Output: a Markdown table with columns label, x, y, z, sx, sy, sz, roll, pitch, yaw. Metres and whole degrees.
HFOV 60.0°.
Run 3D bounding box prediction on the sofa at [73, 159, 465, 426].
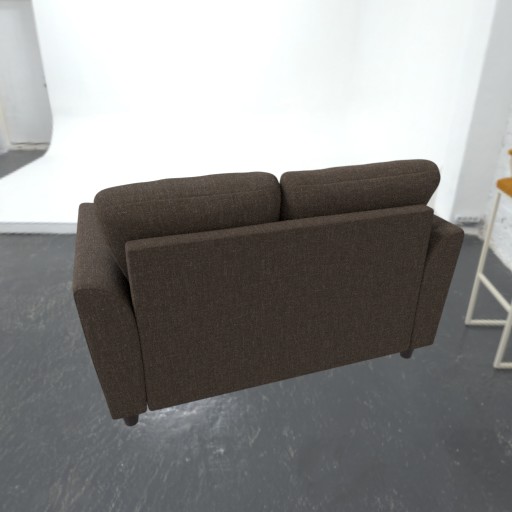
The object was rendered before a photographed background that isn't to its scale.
| label | x | y | z | sx | sy | sz | roll | pitch | yaw |
| --- | --- | --- | --- | --- | --- | --- | --- | --- | --- |
| sofa | 0.000 | 0.000 | 1.935 | 1.423 | 0.885 | 0.851 | -8 | 27 | -17 |
